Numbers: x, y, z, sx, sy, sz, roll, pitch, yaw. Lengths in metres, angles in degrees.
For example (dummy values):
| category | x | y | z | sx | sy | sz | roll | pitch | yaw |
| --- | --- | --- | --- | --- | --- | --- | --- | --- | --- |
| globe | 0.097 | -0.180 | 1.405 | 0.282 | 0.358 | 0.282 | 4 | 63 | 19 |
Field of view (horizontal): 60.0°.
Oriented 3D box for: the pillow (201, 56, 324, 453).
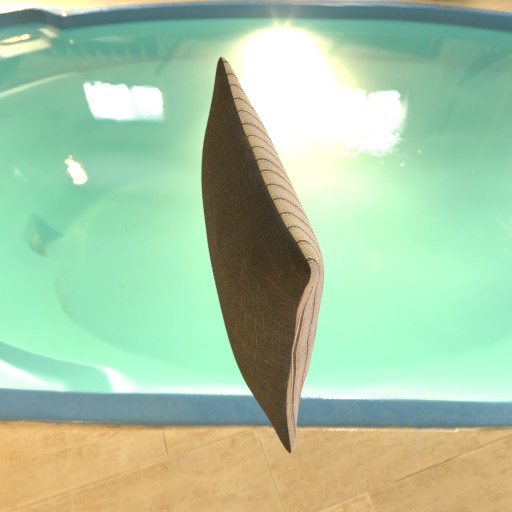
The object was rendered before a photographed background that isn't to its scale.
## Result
| category | x | y | z | sx | sy | sz | roll | pitch | yaw |
| --- | --- | --- | --- | --- | --- | --- | --- | --- | --- |
| pillow | 0.000 | 0.000 | 0.703 | 0.138 | 0.444 | 0.468 | -9 | 47 | -9 |
